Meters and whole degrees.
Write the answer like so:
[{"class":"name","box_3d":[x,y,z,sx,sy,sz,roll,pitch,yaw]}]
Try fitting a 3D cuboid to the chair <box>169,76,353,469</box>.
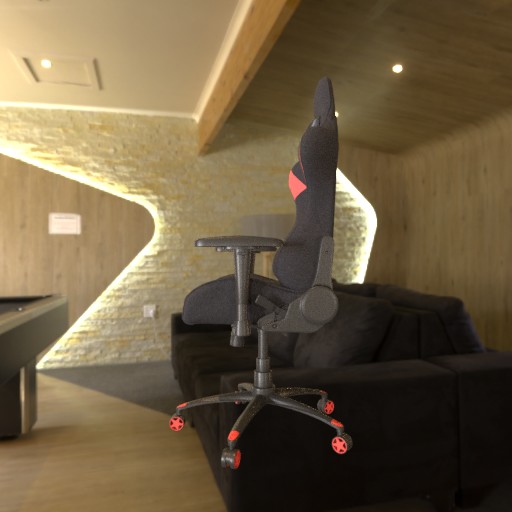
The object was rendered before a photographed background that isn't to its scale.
[{"class":"chair","box_3d":[0.000,0.000,1.703,0.658,1.326,0.695,0,-1,1]}]
